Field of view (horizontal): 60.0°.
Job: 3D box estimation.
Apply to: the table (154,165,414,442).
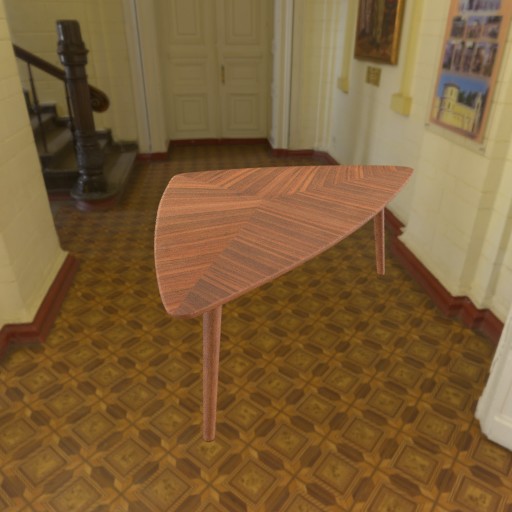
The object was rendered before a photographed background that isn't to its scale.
[{"bbox_3d":[0.000,0.000,1.263,0.601,0.365,1.008,20,34,33],"label":"table"}]
